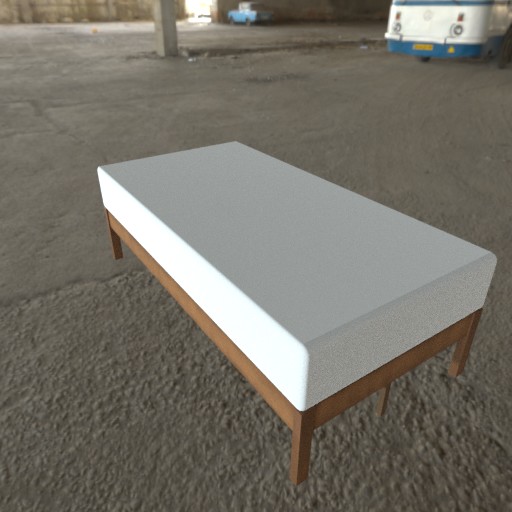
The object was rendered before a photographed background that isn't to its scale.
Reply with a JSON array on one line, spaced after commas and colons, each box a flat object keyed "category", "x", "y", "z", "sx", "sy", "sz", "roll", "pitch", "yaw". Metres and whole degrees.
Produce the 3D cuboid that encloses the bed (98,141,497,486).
[{"category": "bed", "x": 0.000, "y": 0.000, "z": 2.283, "sx": 0.961, "sy": 0.616, "sz": 1.902, "roll": -19, "pitch": 35, "yaw": -29}]
